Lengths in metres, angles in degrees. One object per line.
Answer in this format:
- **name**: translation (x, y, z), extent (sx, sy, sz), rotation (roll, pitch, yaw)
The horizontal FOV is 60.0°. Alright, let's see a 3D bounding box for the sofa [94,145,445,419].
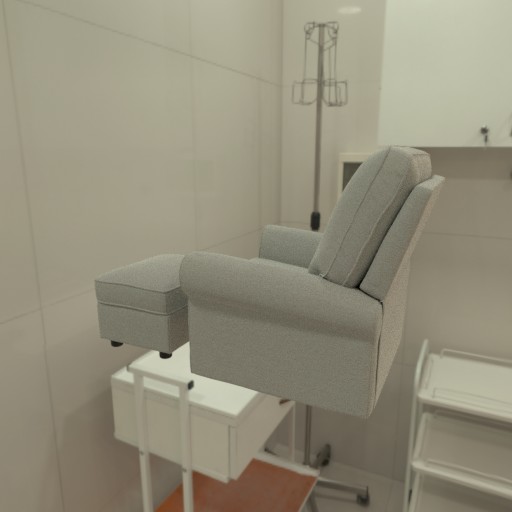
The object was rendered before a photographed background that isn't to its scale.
- **sofa**: translation (0.000, 0.000, 1.995), extent (1.478, 0.959, 0.880), rotation (6, 15, 25)
